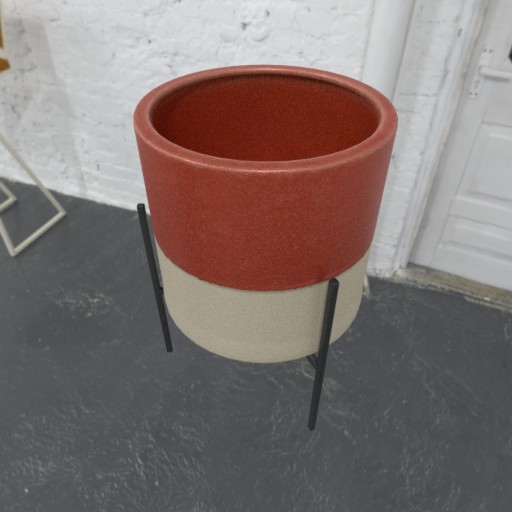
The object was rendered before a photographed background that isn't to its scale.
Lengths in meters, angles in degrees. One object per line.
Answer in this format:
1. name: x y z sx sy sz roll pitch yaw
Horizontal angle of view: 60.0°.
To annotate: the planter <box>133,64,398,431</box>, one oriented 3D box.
1. planter: 0.000 0.000 0.511 0.251 0.354 0.235 1 40 1
